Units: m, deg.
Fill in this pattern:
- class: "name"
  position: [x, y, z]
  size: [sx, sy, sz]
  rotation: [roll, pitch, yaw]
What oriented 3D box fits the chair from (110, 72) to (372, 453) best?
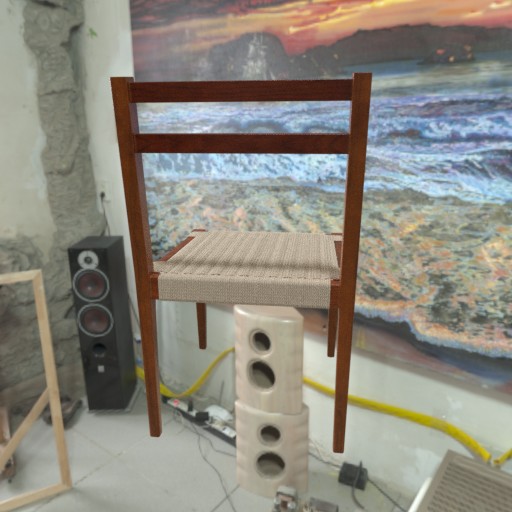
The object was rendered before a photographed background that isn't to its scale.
- class: "chair"
  position: [0.000, 0.000, 1.196]
  size: [0.495, 0.851, 0.569]
  rotation: [2, 15, 7]
